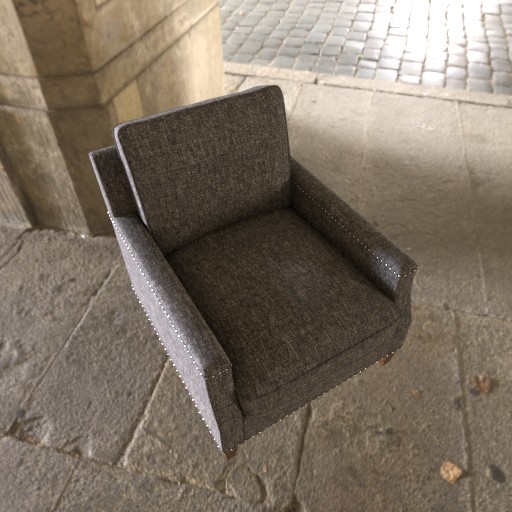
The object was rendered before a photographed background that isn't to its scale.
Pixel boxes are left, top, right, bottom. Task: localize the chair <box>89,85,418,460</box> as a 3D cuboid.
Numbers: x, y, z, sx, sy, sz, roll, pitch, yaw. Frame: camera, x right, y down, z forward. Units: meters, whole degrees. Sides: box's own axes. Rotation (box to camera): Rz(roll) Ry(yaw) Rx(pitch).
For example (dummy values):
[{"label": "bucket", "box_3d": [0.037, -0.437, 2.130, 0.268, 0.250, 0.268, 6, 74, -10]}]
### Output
[{"label": "chair", "box_3d": [0.000, 0.000, 1.722, 0.853, 0.943, 1.014, -23, 50, -21]}]
